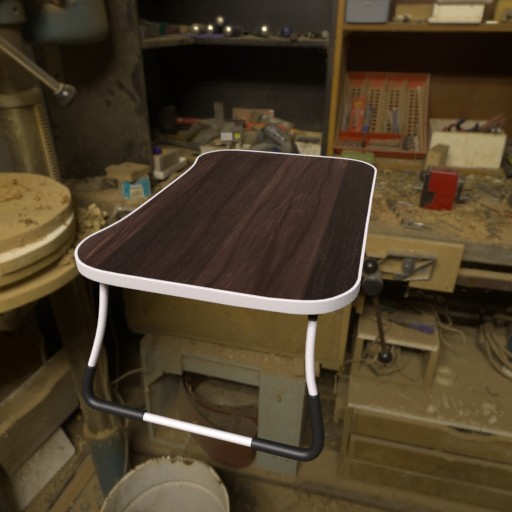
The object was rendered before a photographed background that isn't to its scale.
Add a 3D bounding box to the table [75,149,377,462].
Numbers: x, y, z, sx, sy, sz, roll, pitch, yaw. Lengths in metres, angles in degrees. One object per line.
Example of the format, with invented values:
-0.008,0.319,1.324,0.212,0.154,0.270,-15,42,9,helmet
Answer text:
0.000,0.000,0.847,0.400,0.232,0.660,8,30,14,table
